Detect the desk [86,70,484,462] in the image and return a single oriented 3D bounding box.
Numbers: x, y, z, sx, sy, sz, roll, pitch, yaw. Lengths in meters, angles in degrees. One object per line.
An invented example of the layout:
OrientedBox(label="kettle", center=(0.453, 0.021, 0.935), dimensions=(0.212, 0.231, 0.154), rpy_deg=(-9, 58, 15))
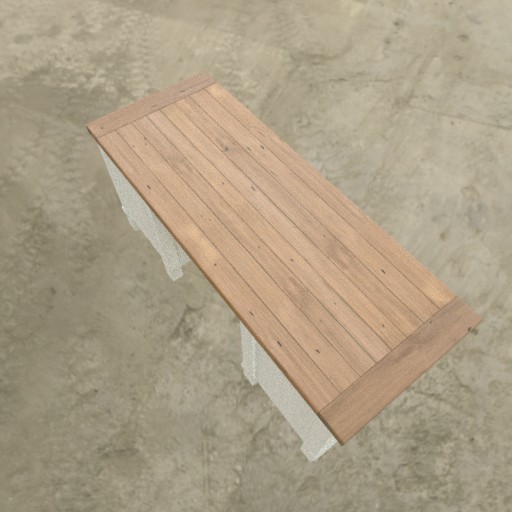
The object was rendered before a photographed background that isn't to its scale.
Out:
OrientedBox(label="desk", center=(0.000, 0.000, 2.188), dimensions=(0.688, 0.760, 1.803), rpy_deg=(-33, 64, -19))
